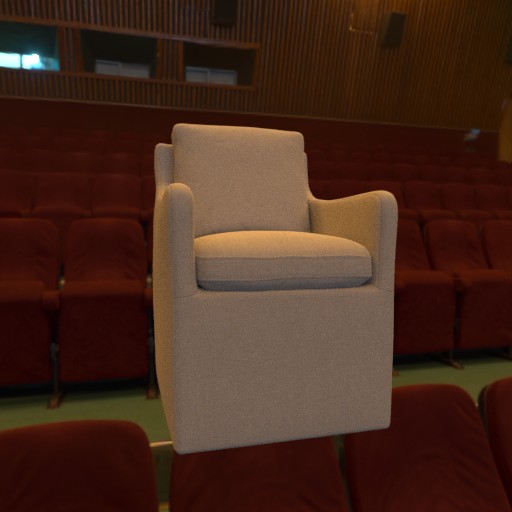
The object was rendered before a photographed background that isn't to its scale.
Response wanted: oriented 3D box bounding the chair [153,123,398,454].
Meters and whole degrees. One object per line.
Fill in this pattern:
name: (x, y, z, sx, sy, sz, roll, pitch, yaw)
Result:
chair: (0.000, 0.000, 1.405, 0.626, 0.914, 0.694, 0, 1, -16)
